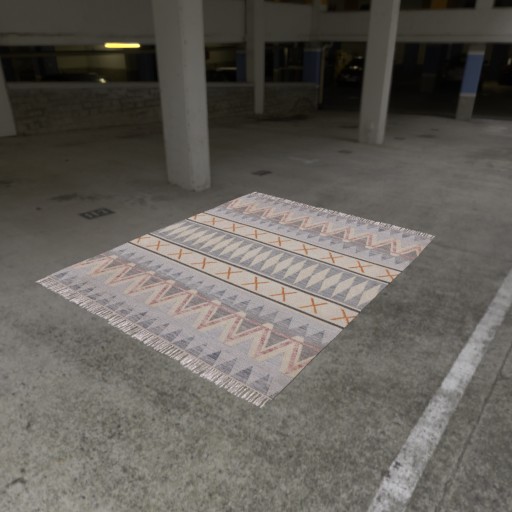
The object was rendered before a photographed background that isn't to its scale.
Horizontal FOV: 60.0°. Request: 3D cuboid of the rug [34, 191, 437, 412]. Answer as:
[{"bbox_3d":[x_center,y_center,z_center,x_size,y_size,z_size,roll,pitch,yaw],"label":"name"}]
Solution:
[{"bbox_3d":[0.000,0.000,4.089,2.371,0.012,3.000,19,32,33],"label":"rug"}]
